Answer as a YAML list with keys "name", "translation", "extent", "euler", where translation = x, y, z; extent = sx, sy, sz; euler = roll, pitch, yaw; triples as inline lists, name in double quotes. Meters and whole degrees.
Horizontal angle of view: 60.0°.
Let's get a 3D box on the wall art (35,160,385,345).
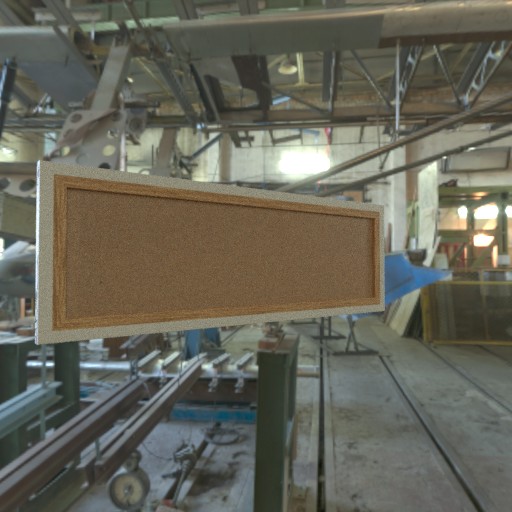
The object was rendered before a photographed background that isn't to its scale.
- name: "wall art"
  translation: [0.000, 0.000, 1.687]
  extent: [1.520, 0.507, 0.039]
  euler: [1, -2, -37]
